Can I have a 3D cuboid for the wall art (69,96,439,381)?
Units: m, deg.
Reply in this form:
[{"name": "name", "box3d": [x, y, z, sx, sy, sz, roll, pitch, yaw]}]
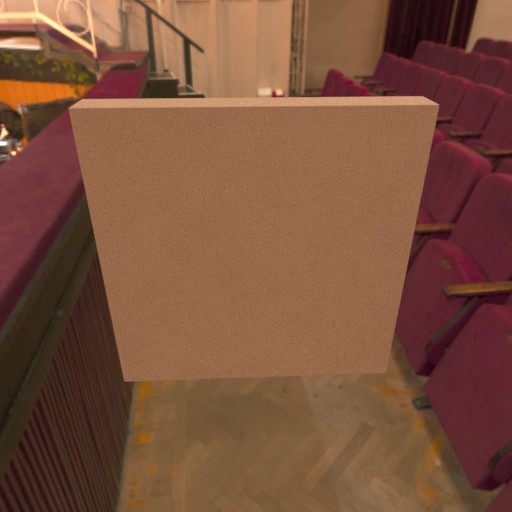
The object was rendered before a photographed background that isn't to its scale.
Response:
[{"name": "wall art", "box3d": [0.000, 0.000, 0.456, 0.305, 0.305, 0.038, -1, 30, -2]}]
